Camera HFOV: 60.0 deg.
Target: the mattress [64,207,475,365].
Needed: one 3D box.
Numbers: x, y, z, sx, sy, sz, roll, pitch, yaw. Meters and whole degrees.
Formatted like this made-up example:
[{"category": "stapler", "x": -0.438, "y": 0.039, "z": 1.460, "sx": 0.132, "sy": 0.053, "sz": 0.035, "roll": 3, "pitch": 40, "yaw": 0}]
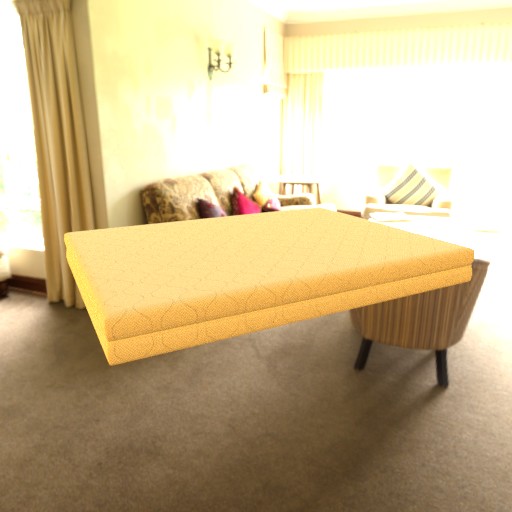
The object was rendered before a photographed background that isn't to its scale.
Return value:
[{"category": "mattress", "x": 0.000, "y": 0.000, "z": 2.539, "sx": 1.900, "sy": 0.200, "sz": 1.400, "roll": -9, "pitch": 19, "yaw": -27}]
